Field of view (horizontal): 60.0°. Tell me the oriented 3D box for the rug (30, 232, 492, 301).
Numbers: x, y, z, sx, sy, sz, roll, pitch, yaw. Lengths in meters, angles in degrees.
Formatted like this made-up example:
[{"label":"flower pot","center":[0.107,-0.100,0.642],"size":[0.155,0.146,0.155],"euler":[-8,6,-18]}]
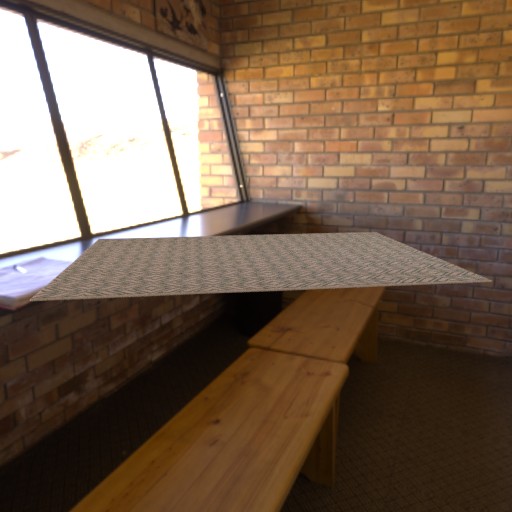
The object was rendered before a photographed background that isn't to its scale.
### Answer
[{"label":"rug","center":[0.000,0.000,2.318],"size":[1.828,0.007,1.220],"euler":[-2,13,-8]}]
